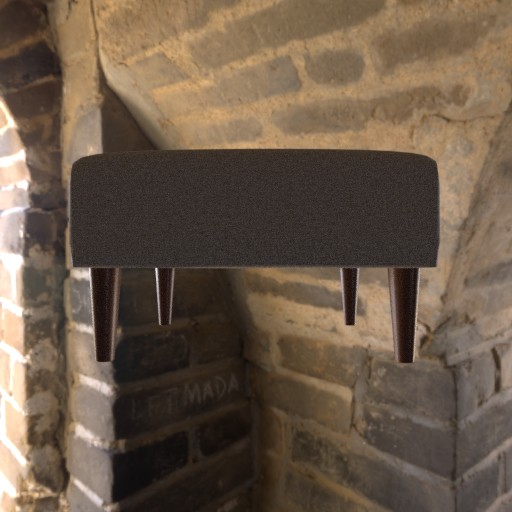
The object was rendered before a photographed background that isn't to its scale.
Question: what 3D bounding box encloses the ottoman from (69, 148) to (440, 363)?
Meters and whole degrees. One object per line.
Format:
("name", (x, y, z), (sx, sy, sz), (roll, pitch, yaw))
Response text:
("ottoman", (0.000, 0.000, 1.073), (0.655, 0.399, 0.648), (0, -1, 1))
